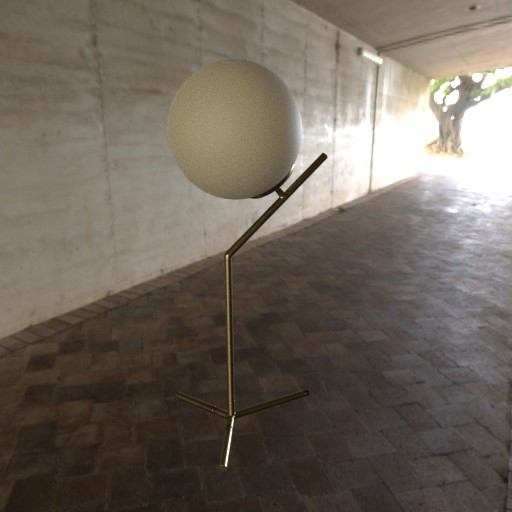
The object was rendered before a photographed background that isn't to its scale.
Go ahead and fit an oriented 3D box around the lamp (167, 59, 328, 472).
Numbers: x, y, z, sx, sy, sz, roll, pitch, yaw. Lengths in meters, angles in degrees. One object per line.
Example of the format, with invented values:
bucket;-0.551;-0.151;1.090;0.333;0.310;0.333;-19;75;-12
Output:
lamp;0.000;0.000;0.681;0.251;0.552;0.210;-8;18;-26
